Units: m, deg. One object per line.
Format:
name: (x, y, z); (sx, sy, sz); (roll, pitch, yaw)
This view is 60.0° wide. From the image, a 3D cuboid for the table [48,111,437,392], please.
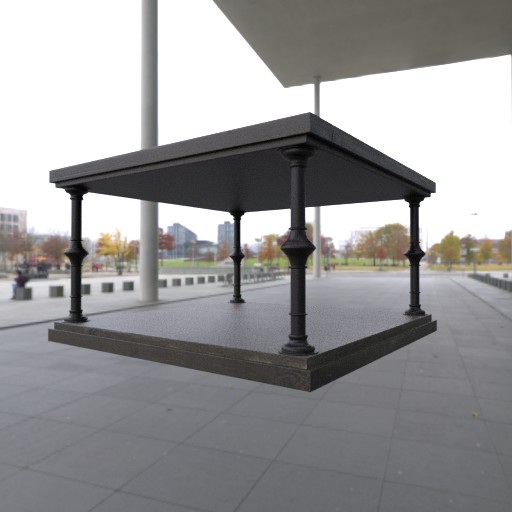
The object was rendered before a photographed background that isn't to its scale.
table: (0.000, 0.000, 1.116); (0.696, 0.400, 0.696); (-1, -1, 36)
